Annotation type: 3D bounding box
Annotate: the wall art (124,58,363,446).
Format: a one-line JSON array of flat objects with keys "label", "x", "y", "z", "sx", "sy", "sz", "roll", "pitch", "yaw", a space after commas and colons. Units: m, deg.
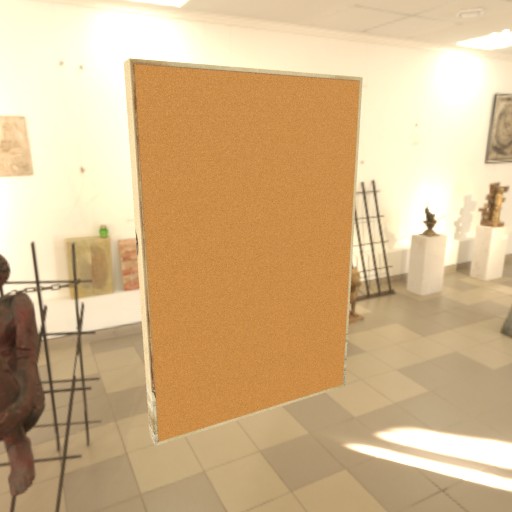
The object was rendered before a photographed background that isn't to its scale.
[{"label": "wall art", "x": 0.000, "y": 0.000, "z": 0.778, "sx": 0.403, "sy": 0.607, "sz": 0.036, "roll": -8, "pitch": 17, "yaw": -27}]
